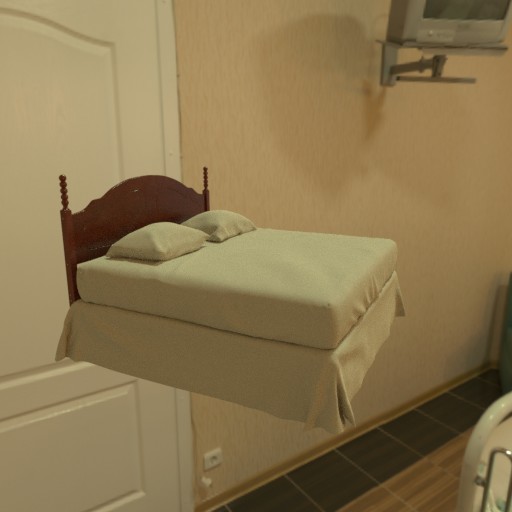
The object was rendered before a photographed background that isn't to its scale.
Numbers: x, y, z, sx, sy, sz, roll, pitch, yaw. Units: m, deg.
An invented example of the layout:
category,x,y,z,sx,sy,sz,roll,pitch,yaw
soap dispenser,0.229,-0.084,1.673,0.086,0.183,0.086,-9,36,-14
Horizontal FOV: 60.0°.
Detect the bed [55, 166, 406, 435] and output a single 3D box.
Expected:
category,x,y,z,sx,sy,sz,roll,pitch,yaw
bed,0.000,0.000,3.645,2.219,1.355,2.322,7,15,26
